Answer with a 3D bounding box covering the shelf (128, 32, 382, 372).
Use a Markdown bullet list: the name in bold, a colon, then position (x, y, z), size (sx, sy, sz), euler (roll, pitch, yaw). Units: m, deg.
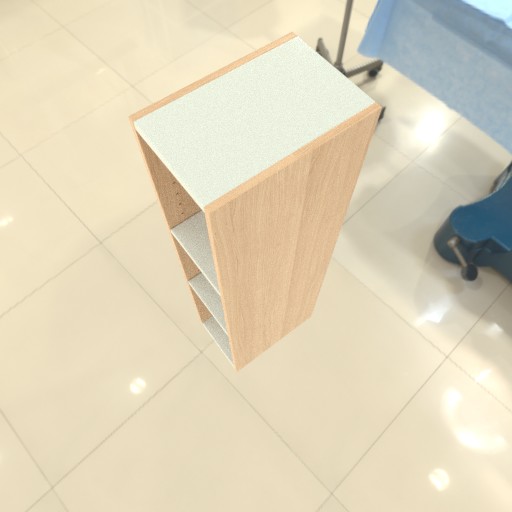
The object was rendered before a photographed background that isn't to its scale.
- **shelf**: position (0.000, 0.000, 1.002), size (0.290, 0.882, 0.197), euler (-34, 68, -16)
